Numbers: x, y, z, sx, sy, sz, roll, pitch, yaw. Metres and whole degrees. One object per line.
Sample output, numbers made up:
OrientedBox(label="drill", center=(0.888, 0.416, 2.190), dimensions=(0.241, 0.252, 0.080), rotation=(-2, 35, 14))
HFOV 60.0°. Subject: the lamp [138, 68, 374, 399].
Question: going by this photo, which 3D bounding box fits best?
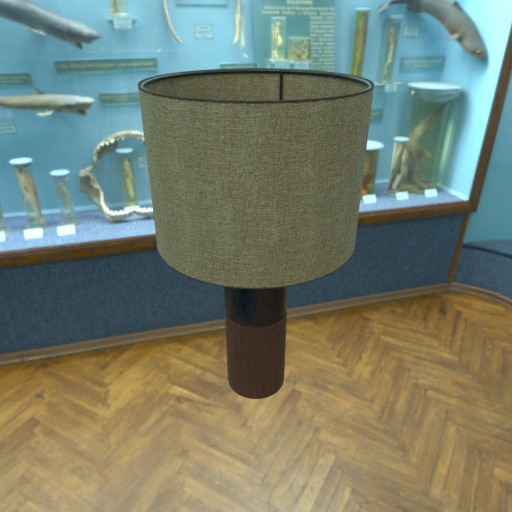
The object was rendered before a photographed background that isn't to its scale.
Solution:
OrientedBox(label="lamp", center=(0.000, 0.000, 0.472), dimensions=(0.202, 0.350, 0.202), rotation=(0, 29, 0))
